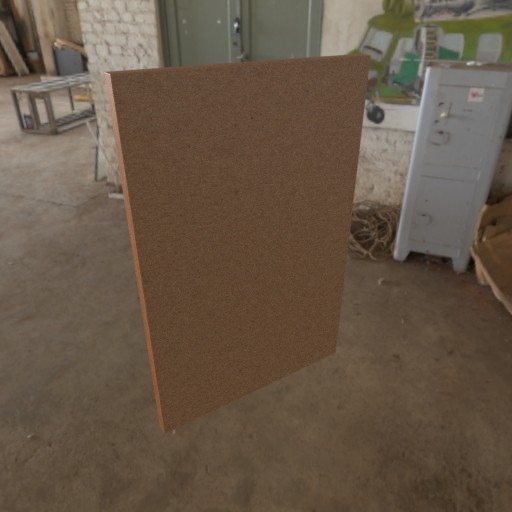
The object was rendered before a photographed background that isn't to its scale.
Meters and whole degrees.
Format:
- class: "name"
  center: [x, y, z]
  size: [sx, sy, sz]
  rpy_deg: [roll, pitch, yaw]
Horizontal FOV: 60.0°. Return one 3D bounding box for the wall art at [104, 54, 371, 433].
- class: "wall art"
  center: [0.000, 0.000, 1.135]
  size: [0.610, 0.914, 0.037]
  rpy_deg: [-17, 34, -27]
